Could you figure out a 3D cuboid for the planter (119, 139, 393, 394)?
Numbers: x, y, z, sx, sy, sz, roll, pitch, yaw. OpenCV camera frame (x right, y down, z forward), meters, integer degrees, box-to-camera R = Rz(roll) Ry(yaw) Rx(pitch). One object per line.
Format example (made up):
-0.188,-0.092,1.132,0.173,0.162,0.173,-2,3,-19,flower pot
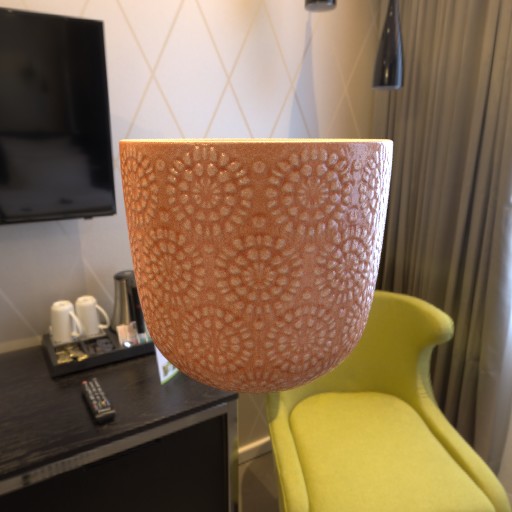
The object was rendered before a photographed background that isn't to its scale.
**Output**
0.000,0.000,0.374,0.208,0.190,0.208,0,15,0,planter
